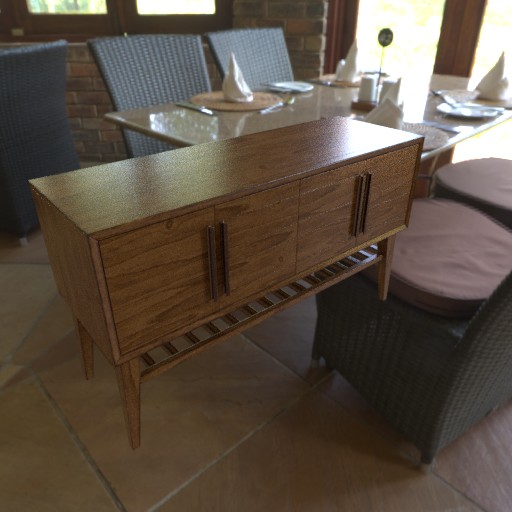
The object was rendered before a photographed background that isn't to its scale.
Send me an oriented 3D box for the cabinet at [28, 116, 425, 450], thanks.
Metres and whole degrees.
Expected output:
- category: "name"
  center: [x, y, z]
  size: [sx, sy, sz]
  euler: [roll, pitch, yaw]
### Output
- category: "cabinet"
  center: [0.000, 0.000, 1.734]
  size: [1.363, 0.802, 0.477]
  euler: [-22, 36, -33]
